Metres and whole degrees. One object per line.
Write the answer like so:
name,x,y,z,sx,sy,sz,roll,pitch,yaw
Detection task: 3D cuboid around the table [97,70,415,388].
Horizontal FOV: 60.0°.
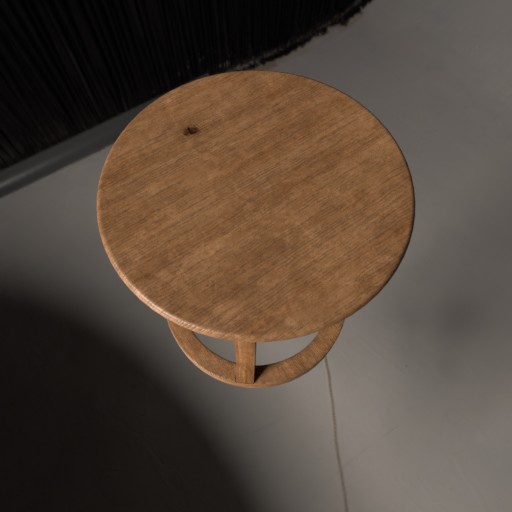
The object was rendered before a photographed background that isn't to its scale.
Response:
table,0.000,0.000,0.807,0.432,0.460,0.432,0,64,0
